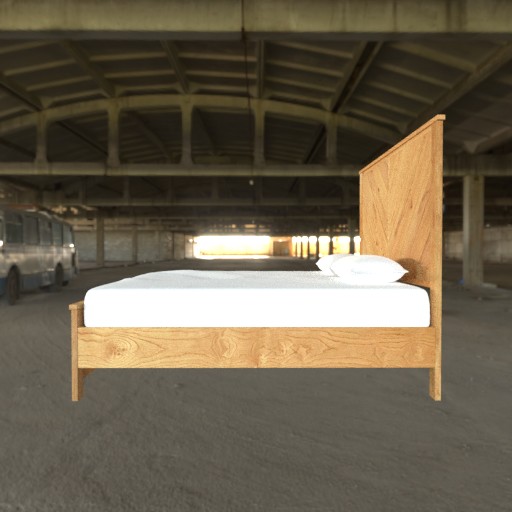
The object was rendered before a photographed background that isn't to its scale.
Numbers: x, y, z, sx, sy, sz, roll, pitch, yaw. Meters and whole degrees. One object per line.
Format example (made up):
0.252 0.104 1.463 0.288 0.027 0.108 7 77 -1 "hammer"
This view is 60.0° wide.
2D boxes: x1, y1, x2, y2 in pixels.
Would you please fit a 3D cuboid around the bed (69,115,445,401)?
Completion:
0.000 0.000 3.567 2.201 1.686 1.936 0 1 0 "bed"
